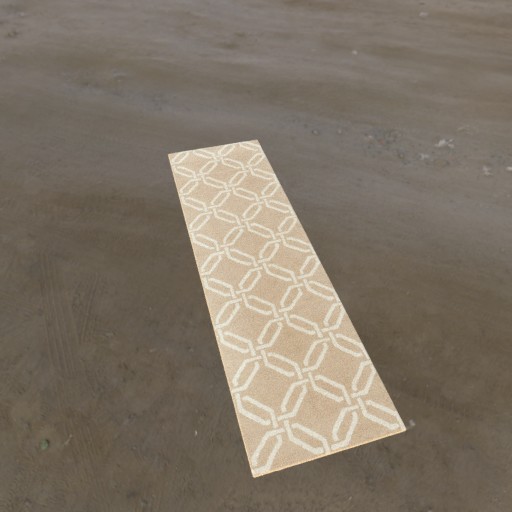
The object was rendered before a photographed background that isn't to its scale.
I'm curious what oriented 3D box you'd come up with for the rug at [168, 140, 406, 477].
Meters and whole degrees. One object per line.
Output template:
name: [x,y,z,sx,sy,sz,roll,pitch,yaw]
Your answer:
rug: [0.000,0.000,2.553,0.678,0.014,2.276,-12,49,-11]
